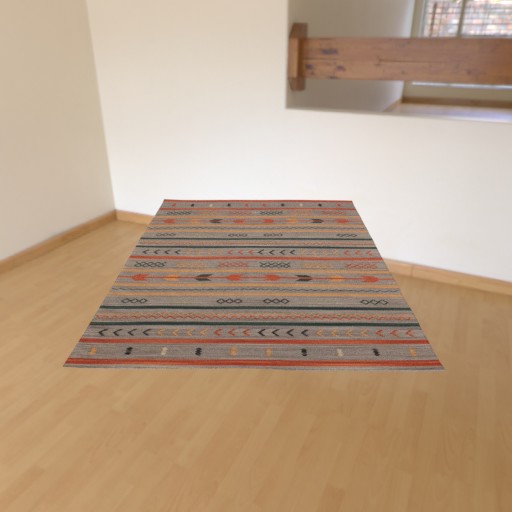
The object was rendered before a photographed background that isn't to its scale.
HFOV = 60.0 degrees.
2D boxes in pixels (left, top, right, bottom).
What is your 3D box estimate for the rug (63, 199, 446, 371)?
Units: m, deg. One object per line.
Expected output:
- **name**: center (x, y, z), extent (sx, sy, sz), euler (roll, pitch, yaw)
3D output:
- **rug**: center (0.000, 0.000, 3.962), extent (2.263, 0.022, 3.029), euler (0, 26, 1)
